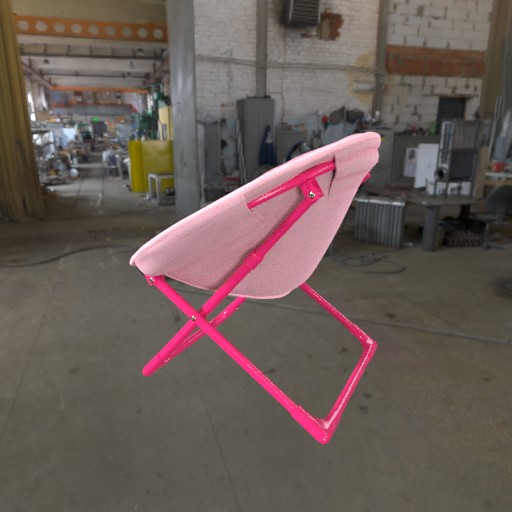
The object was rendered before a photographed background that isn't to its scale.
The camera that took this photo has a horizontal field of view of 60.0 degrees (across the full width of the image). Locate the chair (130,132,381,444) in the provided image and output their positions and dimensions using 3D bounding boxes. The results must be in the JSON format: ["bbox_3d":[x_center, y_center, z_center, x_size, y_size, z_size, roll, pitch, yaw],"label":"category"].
[{"bbox_3d":[0.000,0.000,0.913,0.459,0.494,0.522,8,18,26],"label":"chair"}]
